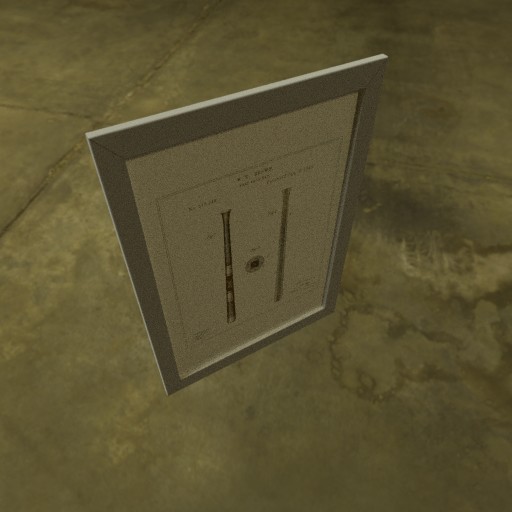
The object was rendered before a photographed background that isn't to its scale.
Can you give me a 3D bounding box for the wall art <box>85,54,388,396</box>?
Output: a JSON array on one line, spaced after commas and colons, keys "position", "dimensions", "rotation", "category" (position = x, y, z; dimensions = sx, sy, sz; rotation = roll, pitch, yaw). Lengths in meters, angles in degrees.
[{"position": [0.000, 0.000, 0.679], "dimensions": [0.374, 0.529, 0.012], "rotation": [-23, 50, -20], "category": "wall art"}]
